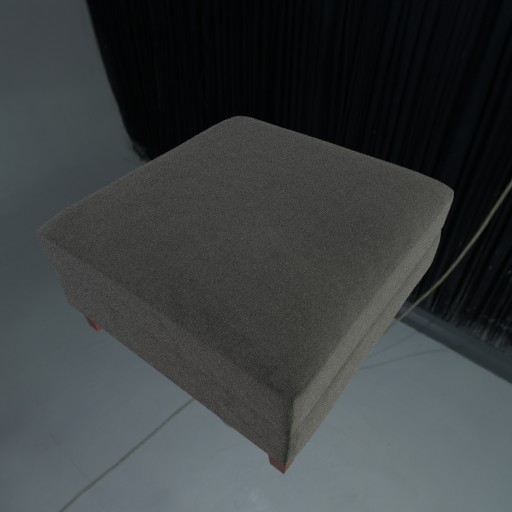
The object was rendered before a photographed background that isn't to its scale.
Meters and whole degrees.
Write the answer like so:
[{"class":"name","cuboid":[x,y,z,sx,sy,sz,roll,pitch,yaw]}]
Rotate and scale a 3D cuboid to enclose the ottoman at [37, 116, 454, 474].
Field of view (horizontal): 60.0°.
[{"class":"ottoman","cuboid":[0.000,0.000,1.367,0.861,0.482,0.881,27,49,27]}]
